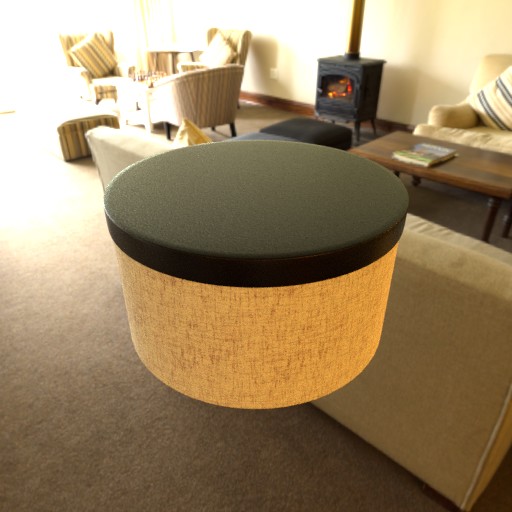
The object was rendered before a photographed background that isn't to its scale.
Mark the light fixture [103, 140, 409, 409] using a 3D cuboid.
[{"bbox_3d":[0.000,0.000,0.646,0.389,0.229,0.389,0,31,0],"label":"light fixture"}]
